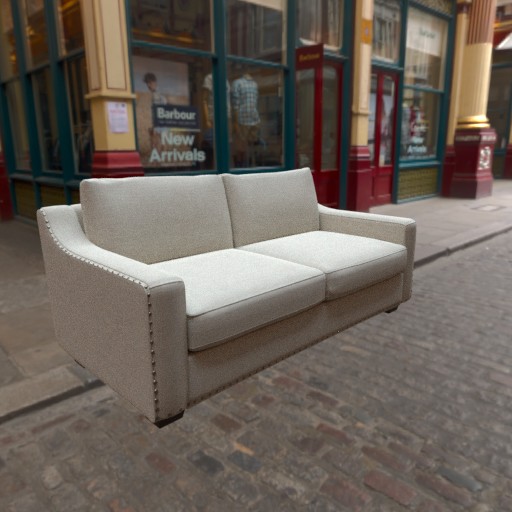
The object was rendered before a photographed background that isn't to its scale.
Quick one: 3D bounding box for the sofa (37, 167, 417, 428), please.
[{"bbox_3d":[0.000,0.000,2.697,2.107,0.983,1.104,-13,19,-43],"label":"sofa"}]
